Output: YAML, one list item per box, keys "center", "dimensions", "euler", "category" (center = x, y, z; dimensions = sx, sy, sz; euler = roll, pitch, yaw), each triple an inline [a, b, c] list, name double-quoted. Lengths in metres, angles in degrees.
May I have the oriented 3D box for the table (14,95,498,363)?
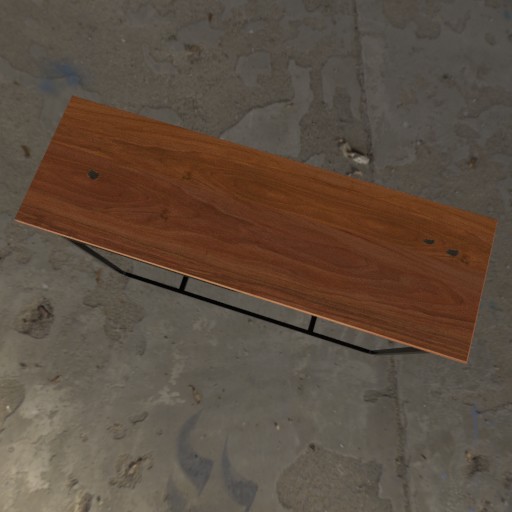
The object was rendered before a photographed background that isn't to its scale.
- center: [0.000, 0.000, 1.422]
  dimensions: [1.100, 0.750, 0.350]
  euler: [17, 77, 4]
  category: "table"
